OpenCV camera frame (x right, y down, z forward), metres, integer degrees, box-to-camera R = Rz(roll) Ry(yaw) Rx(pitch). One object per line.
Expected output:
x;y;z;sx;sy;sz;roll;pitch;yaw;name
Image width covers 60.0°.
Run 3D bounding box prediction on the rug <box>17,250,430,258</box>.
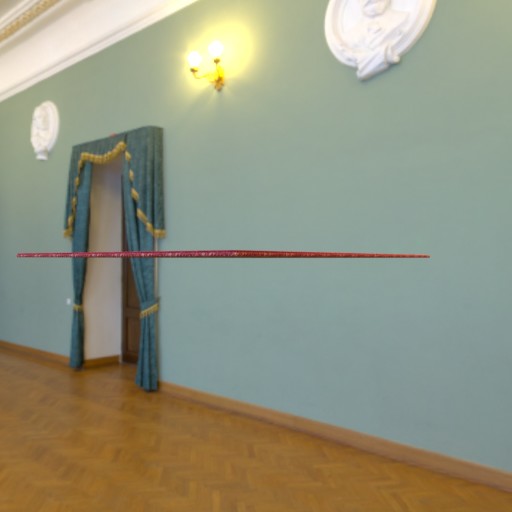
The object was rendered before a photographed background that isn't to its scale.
0.000;0.000;2.271;1.230;0.018;1.835;0;0;37;rug
